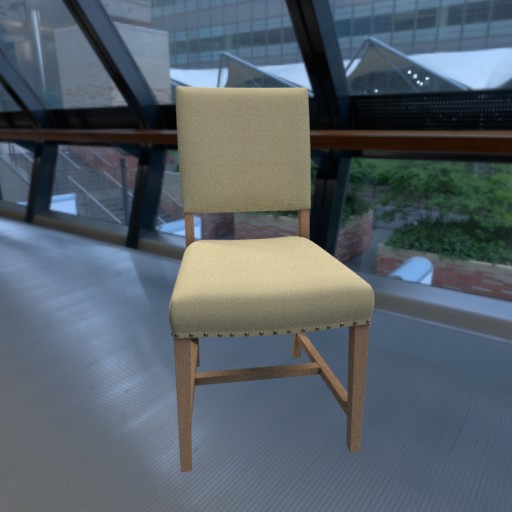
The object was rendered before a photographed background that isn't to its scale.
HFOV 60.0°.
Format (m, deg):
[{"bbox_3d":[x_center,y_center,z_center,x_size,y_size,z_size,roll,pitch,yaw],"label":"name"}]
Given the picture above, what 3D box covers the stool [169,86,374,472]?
[{"bbox_3d":[0.000,0.000,1.339,0.508,0.986,0.623,-3,18,-9],"label":"stool"}]
